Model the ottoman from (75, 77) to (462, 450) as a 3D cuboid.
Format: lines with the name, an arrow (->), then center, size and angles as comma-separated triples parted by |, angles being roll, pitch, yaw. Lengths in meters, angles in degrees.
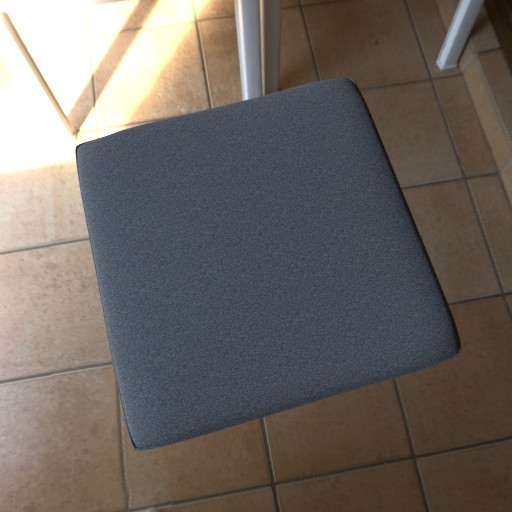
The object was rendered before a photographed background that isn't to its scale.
ottoman -> 0.000, 0.000, 1.551 | 1.005, 0.464, 1.015 | -15, 75, -4
